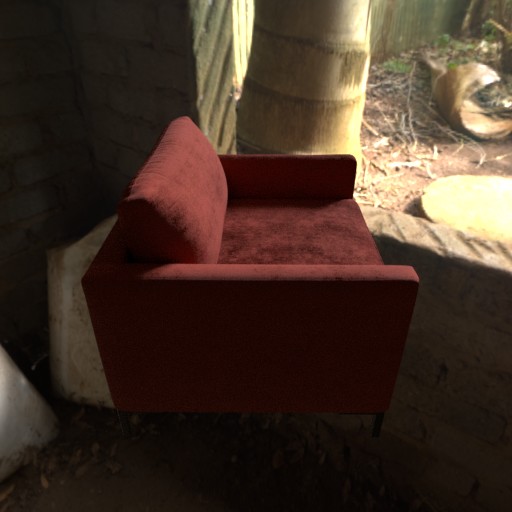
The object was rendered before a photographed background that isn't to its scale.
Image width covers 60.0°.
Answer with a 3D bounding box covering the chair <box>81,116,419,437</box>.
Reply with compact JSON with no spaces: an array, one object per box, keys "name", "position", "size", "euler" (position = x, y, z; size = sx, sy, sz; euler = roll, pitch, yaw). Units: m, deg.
[{"name":"chair","position":[0.000,0.000,1.598],"size":[0.875,0.812,0.964],"euler":[0,32,0]}]
